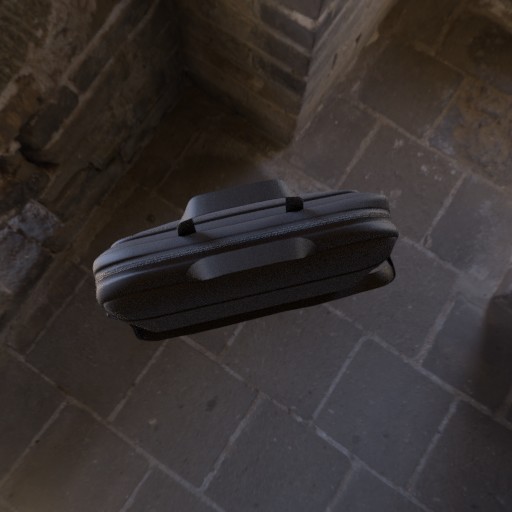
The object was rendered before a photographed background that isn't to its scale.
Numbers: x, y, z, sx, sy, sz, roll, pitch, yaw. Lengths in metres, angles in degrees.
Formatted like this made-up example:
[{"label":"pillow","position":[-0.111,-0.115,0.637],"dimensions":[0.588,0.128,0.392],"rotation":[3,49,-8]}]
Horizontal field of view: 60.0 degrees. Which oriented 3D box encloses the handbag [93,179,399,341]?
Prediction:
[{"label":"handbag","position":[0.000,0.000,0.580],"dimensions":[0.429,0.330,0.126],"rotation":[-13,76,-3]}]
